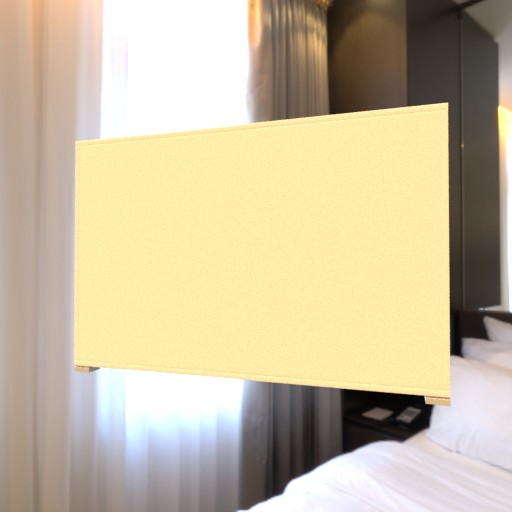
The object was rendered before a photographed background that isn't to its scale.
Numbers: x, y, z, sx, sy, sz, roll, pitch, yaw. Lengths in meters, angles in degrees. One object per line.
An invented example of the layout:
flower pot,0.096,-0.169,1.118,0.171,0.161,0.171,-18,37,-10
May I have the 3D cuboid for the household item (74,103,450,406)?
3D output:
household item,0.000,0.000,1.668,1.300,0.867,0.420,0,-1,18
